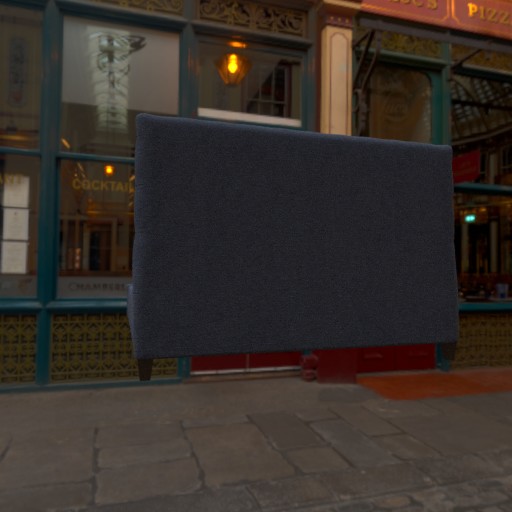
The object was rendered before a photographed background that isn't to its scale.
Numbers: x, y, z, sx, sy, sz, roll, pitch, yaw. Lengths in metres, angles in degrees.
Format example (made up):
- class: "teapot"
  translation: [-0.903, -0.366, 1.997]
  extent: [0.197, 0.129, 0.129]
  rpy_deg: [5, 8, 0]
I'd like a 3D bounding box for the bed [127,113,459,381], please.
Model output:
- class: "bed"
  translation: [0.000, 0.000, 3.749]
  extent: [2.078, 1.427, 2.387]
  rpy_deg: [1, -3, -17]
